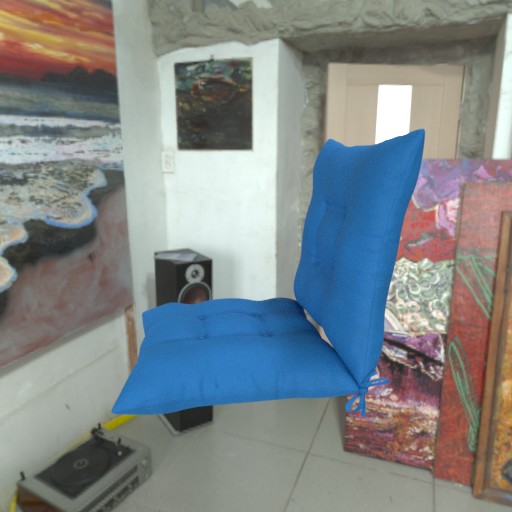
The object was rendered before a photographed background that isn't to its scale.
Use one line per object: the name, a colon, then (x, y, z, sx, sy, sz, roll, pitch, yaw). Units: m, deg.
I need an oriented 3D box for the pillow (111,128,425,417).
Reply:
pillow: (0.000, 0.000, 1.007, 0.585, 0.536, 0.541, -2, 13, -8)
